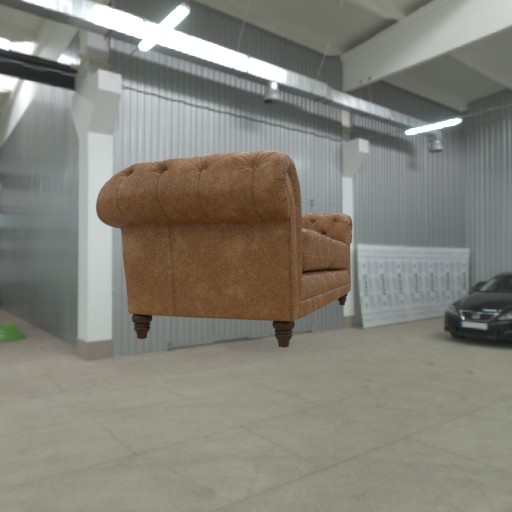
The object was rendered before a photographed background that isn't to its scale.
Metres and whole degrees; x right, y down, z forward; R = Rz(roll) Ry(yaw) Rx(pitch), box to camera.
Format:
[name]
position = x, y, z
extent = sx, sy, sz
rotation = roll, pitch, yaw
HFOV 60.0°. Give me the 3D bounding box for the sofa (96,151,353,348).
[sofa]
position = 0.000, 0.000, 2.762
extent = 0.989, 0.760, 2.365
rotation = 0, -1, 18
